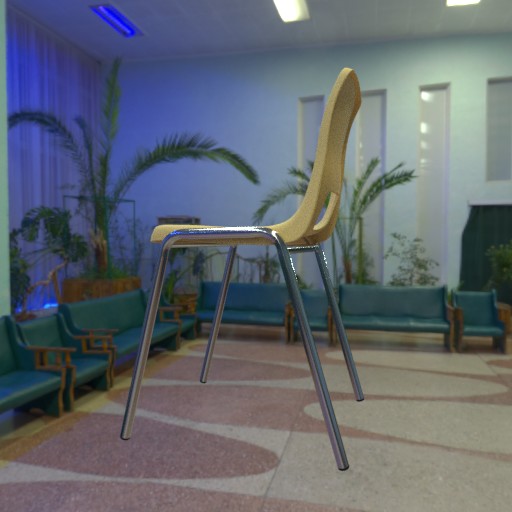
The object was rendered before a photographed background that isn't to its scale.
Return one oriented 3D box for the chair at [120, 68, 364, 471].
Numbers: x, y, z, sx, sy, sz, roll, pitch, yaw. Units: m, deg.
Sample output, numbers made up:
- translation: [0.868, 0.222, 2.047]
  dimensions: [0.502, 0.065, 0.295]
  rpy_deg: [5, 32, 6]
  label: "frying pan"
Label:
- translation: [0.000, 0.000, 0.956]
  dimensions: [0.436, 0.704, 0.381]
  rpy_deg: [1, 2, 18]
  label: "chair"
